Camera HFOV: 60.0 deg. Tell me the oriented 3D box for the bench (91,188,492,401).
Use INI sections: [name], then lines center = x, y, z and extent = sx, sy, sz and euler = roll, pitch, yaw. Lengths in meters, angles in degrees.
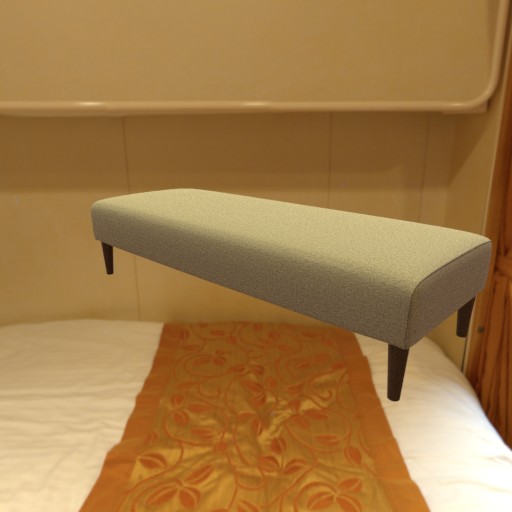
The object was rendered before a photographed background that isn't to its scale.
[bench]
center = 0.000, 0.000, 1.815
extent = 1.598, 0.383, 0.631
euler = 15, 23, 41
